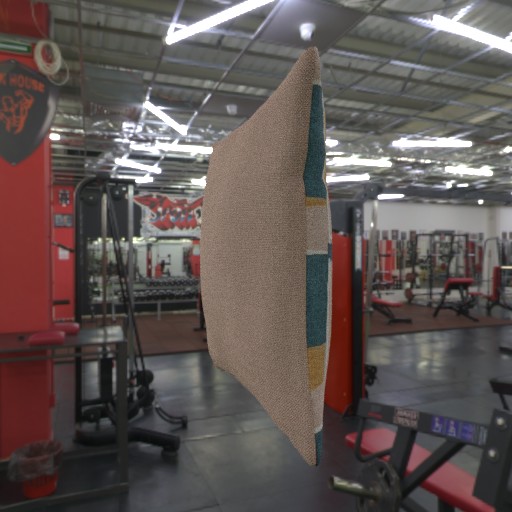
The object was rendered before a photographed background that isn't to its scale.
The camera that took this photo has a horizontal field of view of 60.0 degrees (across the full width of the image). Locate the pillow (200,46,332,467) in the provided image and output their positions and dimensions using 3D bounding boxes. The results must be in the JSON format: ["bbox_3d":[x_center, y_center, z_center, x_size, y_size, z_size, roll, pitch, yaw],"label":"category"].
[{"bbox_3d":[0.000,0.000,0.728,0.158,0.479,0.478,0,0,-19],"label":"pillow"}]
